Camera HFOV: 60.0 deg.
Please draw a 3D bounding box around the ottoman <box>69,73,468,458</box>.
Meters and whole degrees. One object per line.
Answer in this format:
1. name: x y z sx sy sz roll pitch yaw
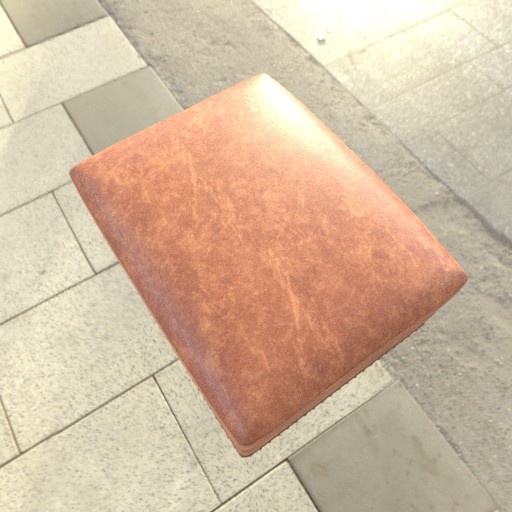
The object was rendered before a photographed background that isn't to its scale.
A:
1. ottoman: 0.000 0.000 1.118 0.586 0.486 0.742 -32 67 -15
